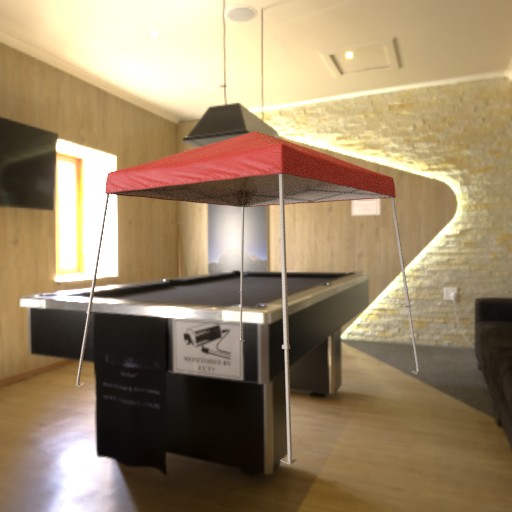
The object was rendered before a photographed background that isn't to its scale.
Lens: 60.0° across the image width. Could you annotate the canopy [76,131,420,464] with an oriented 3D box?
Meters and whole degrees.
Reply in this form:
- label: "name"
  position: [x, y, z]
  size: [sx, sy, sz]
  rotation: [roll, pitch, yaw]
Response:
- label: "canopy"
  position: [0.000, 0.000, 6.456]
  size: [3.599, 3.600, 3.600]
  rotation: [1, 2, 38]
